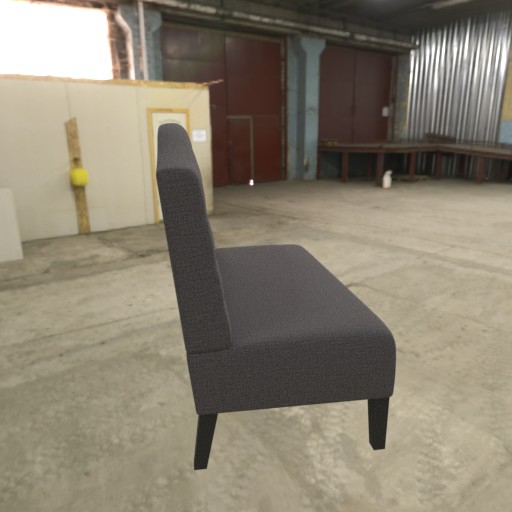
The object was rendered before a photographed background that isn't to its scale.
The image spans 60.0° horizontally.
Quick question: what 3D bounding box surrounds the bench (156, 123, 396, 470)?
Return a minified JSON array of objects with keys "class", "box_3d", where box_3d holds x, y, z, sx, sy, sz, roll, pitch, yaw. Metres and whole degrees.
[{"class":"bench","box_3d":[0.000,0.000,2.059,0.815,1.180,1.335,-2,15,-9]}]
